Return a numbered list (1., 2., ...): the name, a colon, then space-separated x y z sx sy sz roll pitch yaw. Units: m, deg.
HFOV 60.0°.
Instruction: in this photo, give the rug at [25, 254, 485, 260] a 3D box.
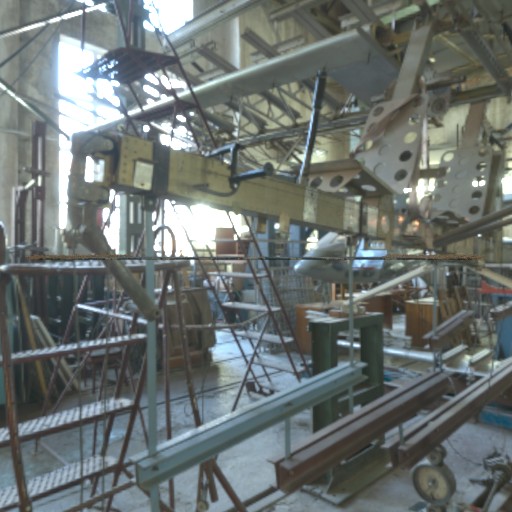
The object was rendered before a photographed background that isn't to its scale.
1. rug: 0.000 0.000 4.344 3.307 0.047 2.418 0 0 1
